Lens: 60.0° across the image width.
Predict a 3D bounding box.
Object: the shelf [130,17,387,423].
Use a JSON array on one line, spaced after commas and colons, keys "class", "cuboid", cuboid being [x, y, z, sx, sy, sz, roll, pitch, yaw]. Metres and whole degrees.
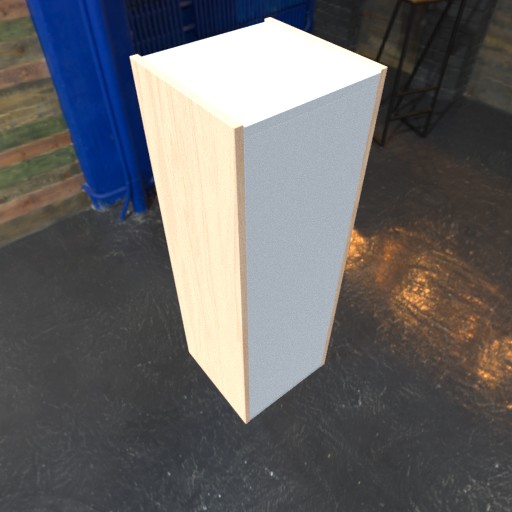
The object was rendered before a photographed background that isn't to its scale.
[{"class": "shelf", "cuboid": [0.000, 0.000, 1.036, 0.300, 0.900, 0.290, -30, 53, -26]}]
